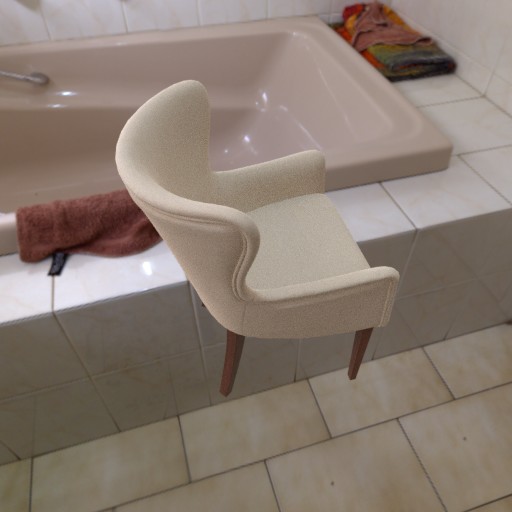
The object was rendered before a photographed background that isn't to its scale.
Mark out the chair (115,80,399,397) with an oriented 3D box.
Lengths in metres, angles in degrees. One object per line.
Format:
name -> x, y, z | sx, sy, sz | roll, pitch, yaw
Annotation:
chair -> 0.000, 0.000, 1.531 | 0.744, 0.990, 0.696 | -10, 47, -10
